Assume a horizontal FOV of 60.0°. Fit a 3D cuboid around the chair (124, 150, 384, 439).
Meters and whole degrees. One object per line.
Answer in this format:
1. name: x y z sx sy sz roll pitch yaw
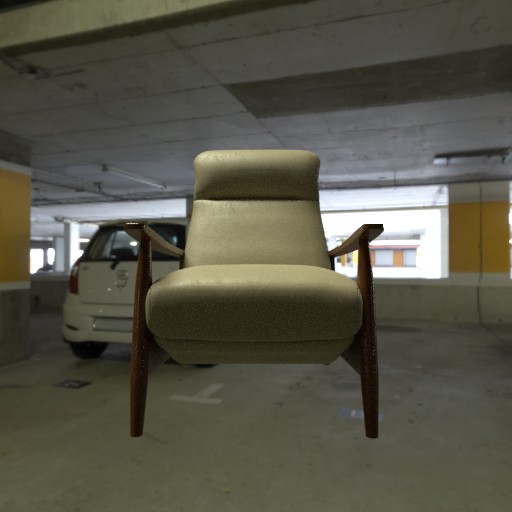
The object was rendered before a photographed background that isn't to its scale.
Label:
1. chair: 0.000 0.000 1.788 0.762 1.082 1.014 0 -1 1
